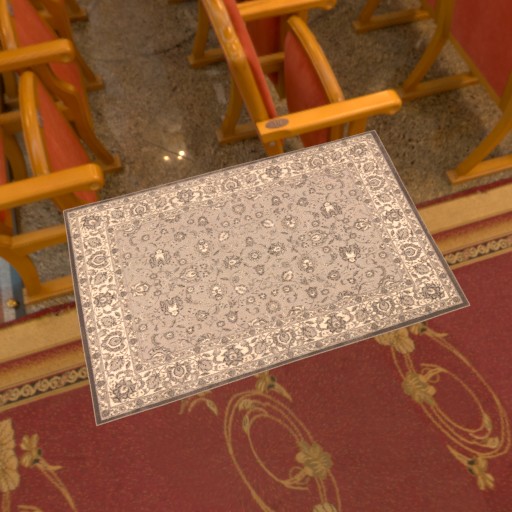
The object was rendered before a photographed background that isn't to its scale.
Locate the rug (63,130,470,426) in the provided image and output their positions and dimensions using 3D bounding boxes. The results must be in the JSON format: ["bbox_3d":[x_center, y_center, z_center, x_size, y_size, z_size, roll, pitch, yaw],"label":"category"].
[{"bbox_3d":[0.000,0.000,3.026,2.438,0.011,1.524,-16,66,-7],"label":"rug"}]
